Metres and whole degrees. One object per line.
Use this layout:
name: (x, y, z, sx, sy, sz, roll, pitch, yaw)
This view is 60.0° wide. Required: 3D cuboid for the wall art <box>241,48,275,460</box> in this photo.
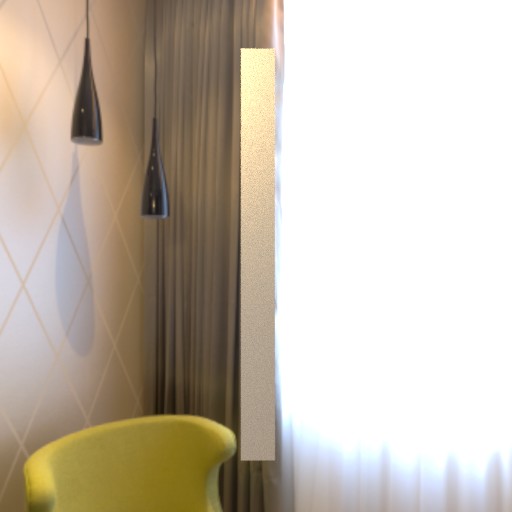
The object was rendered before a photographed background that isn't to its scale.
wall art: (0.000, 0.000, 1.391, 0.066, 0.801, 1.056, 0, 0, 0)
